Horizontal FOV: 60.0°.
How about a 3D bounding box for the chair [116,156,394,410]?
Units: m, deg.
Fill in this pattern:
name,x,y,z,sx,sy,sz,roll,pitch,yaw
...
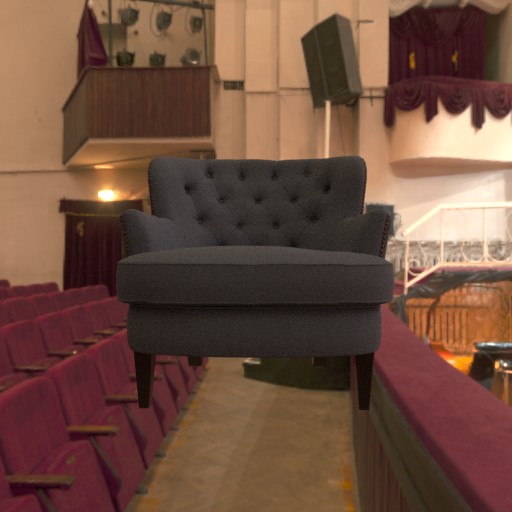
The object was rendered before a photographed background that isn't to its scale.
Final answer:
name,x,y,z,sx,sy,sz,roll,pitch,yaw
chair,0.000,0.000,1.558,0.848,0.868,0.906,0,0,1
